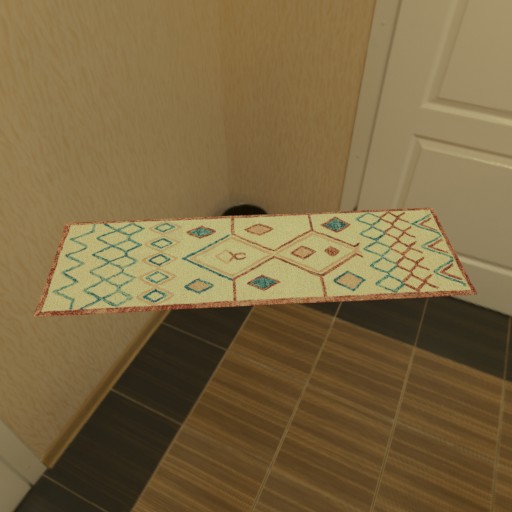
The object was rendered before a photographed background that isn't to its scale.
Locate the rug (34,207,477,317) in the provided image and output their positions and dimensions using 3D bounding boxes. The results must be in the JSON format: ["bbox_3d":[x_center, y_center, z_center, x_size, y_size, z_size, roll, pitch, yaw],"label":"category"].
[{"bbox_3d":[0.000,0.000,2.683,2.435,0.011,0.750,-3,46,-3],"label":"rug"}]
